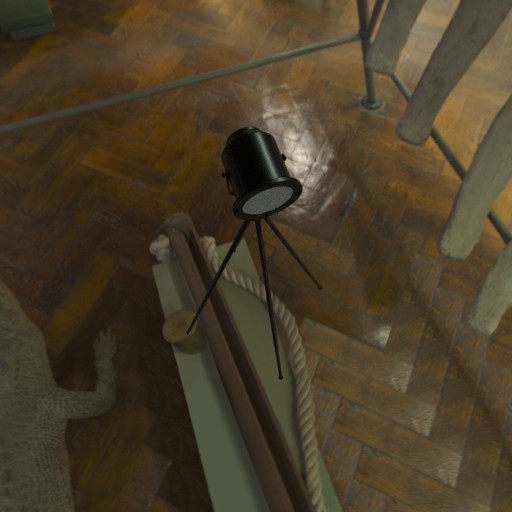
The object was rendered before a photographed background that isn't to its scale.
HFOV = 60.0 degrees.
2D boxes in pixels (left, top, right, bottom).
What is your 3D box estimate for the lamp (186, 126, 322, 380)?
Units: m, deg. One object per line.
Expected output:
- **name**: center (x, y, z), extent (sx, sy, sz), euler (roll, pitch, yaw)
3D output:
- **lamp**: center (0.000, 0.000, 2.038), extent (0.879, 1.504, 0.884), euler (-18, 65, -9)
